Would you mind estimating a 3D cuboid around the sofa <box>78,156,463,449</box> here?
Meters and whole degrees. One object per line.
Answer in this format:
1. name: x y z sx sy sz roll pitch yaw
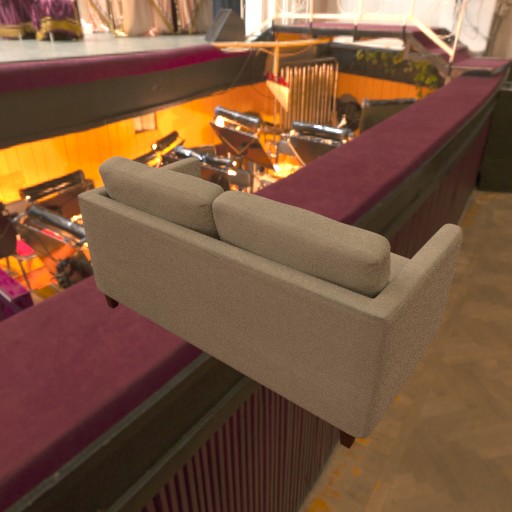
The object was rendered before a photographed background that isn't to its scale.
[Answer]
1. sofa: 0.000 0.000 2.456 1.884 0.963 0.950 21 36 32
